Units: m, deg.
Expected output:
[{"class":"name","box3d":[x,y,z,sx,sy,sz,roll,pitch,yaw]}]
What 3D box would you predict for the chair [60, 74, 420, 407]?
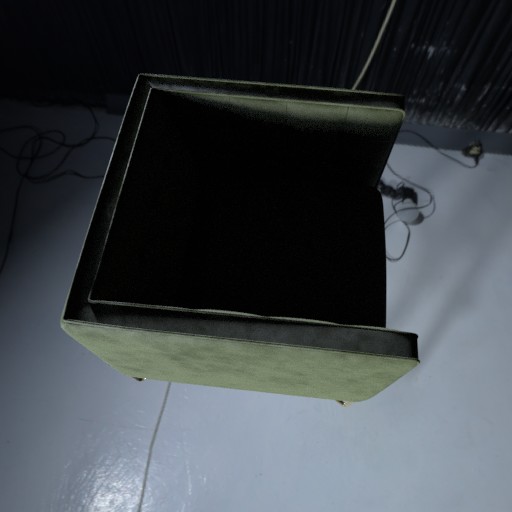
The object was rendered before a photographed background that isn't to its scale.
[{"class":"chair","box3d":[0.000,0.000,1.569,0.894,0.790,0.880,6,64,3]}]
